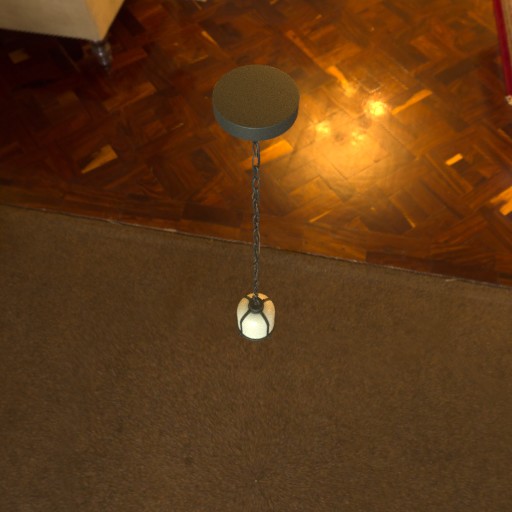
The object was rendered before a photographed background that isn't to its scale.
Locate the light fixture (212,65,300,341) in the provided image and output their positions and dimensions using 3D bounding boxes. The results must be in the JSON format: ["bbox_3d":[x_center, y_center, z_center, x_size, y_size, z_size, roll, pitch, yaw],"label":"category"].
[{"bbox_3d":[0.000,0.000,1.261,0.178,1.181,0.178,-36,68,-16],"label":"light fixture"}]
